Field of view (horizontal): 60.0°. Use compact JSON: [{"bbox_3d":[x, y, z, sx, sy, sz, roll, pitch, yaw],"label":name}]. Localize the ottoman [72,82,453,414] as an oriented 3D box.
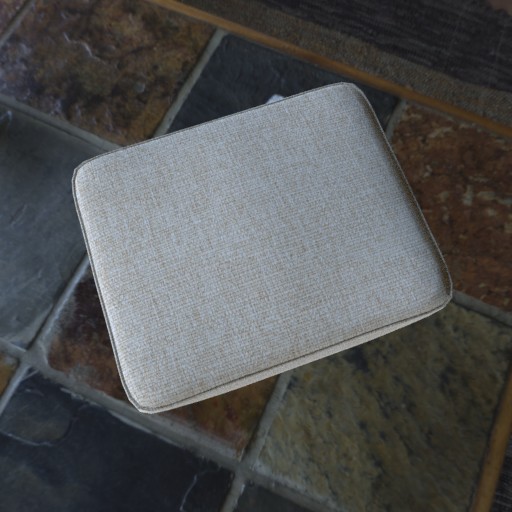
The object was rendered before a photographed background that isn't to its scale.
[{"bbox_3d":[0.000,0.000,1.148,0.738,0.537,0.589,-19,76,-5],"label":"ottoman"}]
